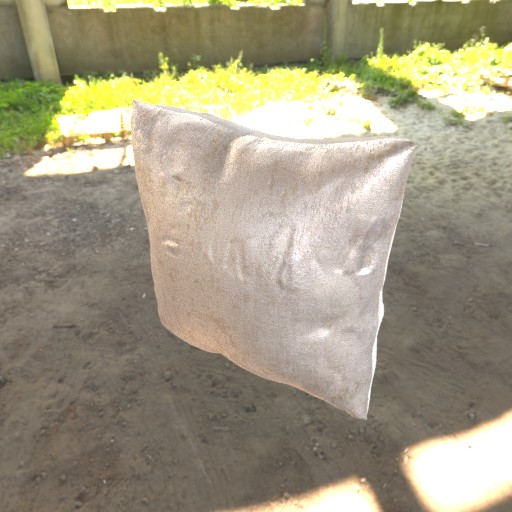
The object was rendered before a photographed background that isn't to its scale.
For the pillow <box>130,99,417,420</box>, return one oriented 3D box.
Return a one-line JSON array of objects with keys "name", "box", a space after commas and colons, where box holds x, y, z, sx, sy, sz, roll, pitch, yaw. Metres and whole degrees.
[{"name": "pillow", "box": [0.000, 0.000, 0.713, 0.450, 0.448, 0.245, 20, 36, 29]}]
